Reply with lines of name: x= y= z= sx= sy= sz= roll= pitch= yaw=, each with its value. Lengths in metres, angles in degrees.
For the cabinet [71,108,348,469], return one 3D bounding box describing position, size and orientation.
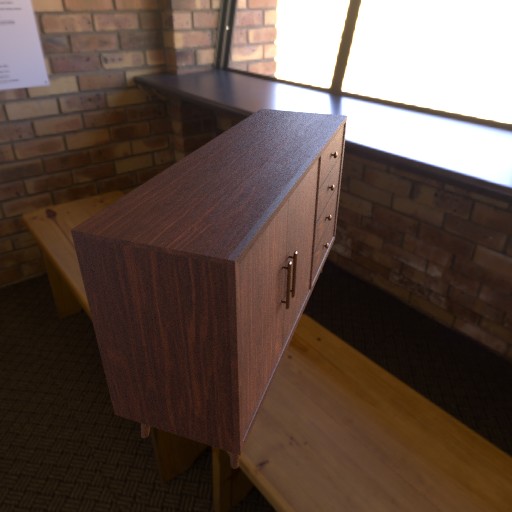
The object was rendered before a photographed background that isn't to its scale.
cabinet: x=0.000 y=0.000 z=2.009 sx=0.505 sy=0.940 sz=1.575 roll=10 pitch=32 yaw=17
